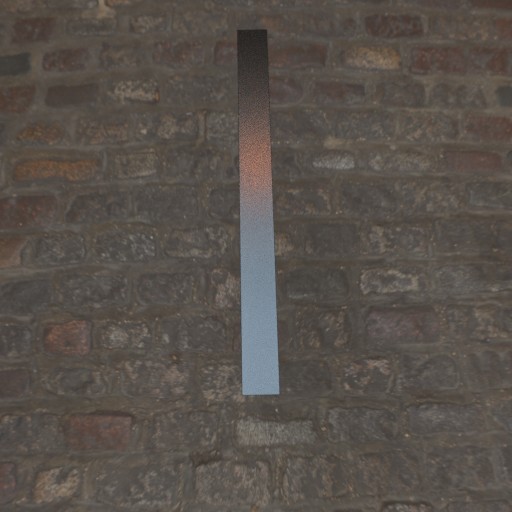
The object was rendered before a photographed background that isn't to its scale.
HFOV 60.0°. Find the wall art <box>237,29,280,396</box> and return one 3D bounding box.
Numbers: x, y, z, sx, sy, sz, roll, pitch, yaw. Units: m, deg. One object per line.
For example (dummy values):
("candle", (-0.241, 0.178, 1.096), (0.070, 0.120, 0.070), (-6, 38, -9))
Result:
("wall art", (0.000, 0.000, 0.772), (0.038, 0.551, 0.448), (-1, 74, 0))
